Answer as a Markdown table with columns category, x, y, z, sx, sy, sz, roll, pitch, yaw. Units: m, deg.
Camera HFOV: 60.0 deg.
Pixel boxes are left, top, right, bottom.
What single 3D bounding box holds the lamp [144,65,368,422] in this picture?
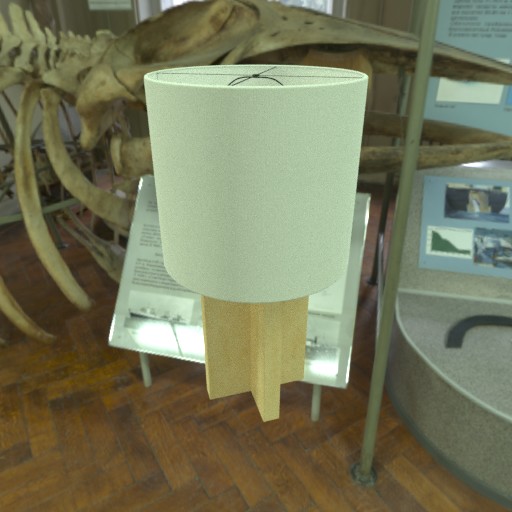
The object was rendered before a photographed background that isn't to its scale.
| category | x | y | z | sx | sy | sz | roll | pitch | yaw |
| --- | --- | --- | --- | --- | --- | --- | --- | --- | --- |
| lamp | 0.000 | 0.000 | 0.559 | 0.229 | 0.428 | 0.229 | -8 | 28 | -15 |
